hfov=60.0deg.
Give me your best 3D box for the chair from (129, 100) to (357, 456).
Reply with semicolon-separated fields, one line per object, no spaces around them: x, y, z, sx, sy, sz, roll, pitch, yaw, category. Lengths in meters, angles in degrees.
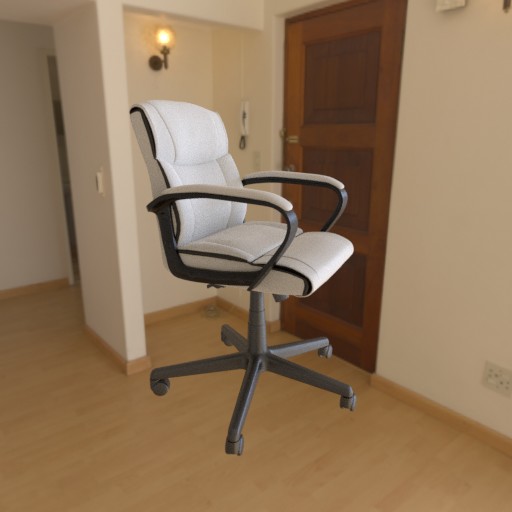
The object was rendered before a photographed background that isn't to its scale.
0.000;0.000;1.487;0.717;1.004;0.739;7;17;25;chair
